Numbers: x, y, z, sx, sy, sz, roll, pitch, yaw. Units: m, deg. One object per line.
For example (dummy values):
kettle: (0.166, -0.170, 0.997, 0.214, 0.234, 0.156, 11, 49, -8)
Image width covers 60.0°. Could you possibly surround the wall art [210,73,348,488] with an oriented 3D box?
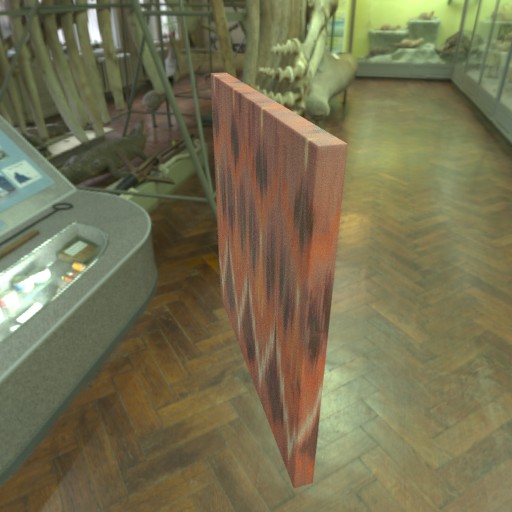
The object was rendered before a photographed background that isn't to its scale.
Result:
wall art: (0.000, 0.000, 0.886, 0.037, 0.609, 0.603, -8, 31, -14)
